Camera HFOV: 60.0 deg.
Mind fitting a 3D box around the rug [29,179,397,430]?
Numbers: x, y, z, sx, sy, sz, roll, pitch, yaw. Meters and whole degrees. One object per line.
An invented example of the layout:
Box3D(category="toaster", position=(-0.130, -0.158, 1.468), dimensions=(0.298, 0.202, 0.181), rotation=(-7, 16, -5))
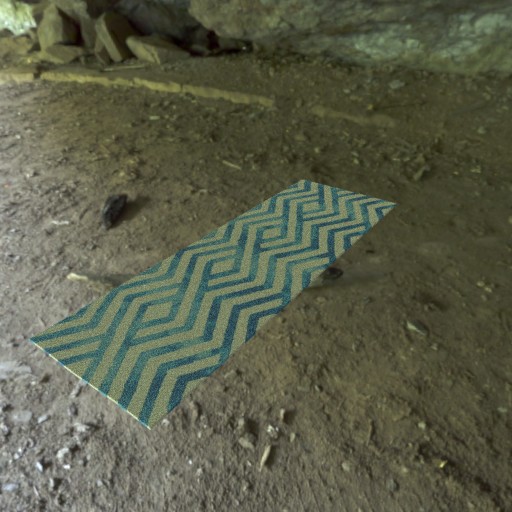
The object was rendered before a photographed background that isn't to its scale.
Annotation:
Box3D(category="rug", position=(0.000, 0.000, 1.638), dimensions=(0.503, 0.007, 1.492), rotation=(21, 37, 30))
